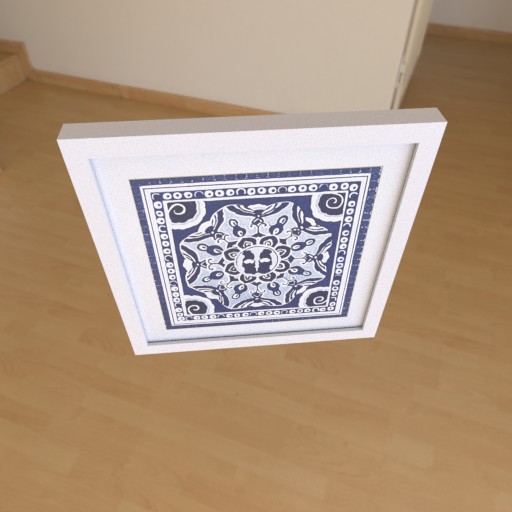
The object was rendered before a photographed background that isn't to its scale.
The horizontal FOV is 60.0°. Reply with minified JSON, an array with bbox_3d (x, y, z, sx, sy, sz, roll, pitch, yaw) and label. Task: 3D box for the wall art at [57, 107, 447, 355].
[{"bbox_3d":[0.000,0.000,0.538,0.355,0.355,0.027,-4,46,-3],"label":"wall art"}]
